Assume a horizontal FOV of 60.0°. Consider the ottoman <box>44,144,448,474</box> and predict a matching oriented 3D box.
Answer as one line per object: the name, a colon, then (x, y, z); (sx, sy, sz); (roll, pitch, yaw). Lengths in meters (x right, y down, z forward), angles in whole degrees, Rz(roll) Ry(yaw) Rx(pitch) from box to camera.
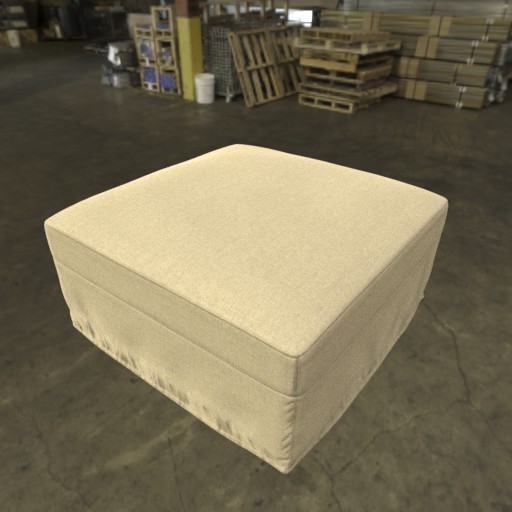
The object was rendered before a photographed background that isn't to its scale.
ottoman: (0.000, 0.000, 1.324); (0.843, 0.436, 0.840); (22, 39, 31)
